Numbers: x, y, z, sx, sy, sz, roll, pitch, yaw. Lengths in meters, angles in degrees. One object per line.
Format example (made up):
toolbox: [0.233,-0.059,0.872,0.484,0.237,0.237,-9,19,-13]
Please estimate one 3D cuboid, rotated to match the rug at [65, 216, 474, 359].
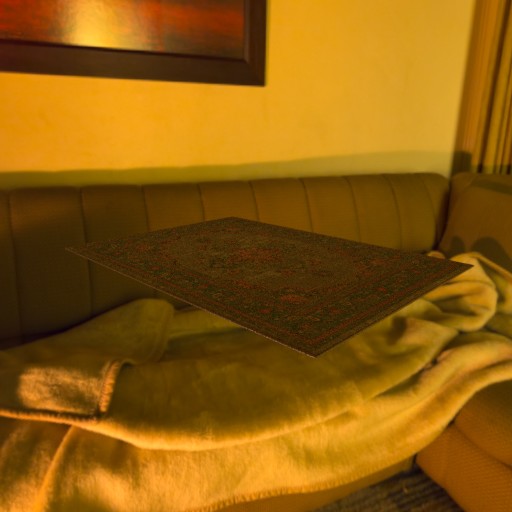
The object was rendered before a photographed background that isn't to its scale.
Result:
rug: [0.000,0.000,2.934,2.214,0.013,1.609,15,22,42]
